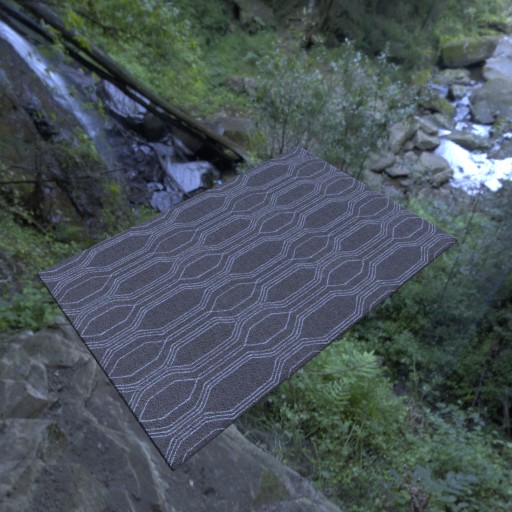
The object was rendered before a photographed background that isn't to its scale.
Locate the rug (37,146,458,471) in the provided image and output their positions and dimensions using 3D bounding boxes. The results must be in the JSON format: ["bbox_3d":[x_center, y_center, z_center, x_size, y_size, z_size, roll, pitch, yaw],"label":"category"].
[{"bbox_3d":[0.000,0.000,2.308,1.836,0.012,1.239,-31,53,-27],"label":"rug"}]
